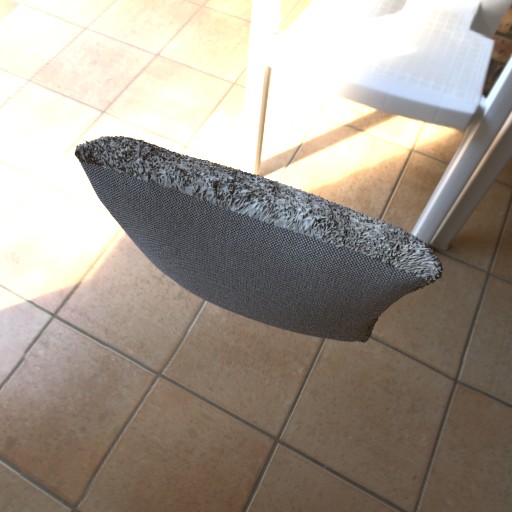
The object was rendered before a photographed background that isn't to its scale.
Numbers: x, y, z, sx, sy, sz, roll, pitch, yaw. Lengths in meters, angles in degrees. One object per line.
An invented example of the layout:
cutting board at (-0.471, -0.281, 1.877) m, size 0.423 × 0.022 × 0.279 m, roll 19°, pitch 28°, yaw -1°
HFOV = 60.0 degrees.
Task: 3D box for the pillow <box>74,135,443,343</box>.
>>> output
pillow at (0.000, 0.000, 0.815) m, size 0.529 × 0.515 × 0.218 m, roll 19°, pitch 64°, yaw 10°
